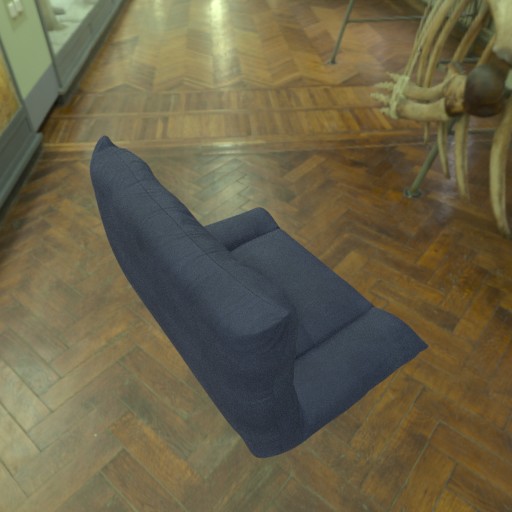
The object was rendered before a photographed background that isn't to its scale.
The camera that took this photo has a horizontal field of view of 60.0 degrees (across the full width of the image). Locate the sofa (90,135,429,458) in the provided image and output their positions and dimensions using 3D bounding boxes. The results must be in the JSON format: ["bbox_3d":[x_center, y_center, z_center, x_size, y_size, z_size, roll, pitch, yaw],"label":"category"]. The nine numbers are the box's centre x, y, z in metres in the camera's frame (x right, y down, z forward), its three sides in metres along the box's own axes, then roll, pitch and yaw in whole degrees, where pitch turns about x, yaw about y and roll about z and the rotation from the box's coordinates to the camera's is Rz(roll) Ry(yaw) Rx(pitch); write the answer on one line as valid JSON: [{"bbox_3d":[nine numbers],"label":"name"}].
[{"bbox_3d":[0.000,0.000,1.683,0.849,0.778,1.122,-25,47,-26],"label":"sofa"}]
